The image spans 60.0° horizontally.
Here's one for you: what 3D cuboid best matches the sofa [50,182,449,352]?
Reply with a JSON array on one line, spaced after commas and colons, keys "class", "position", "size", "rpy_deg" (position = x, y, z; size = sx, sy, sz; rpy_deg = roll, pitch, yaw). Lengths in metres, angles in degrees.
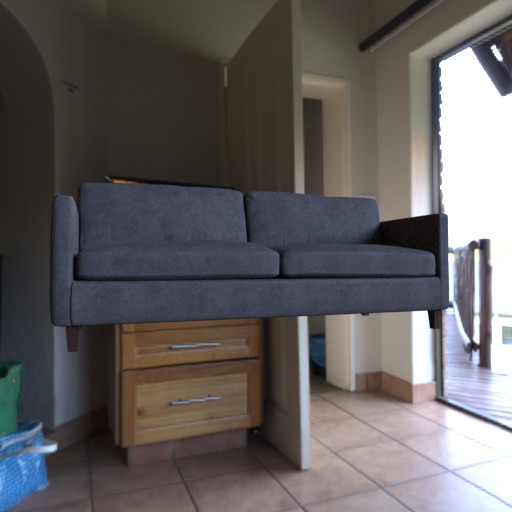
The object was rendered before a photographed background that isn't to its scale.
[{"class": "sofa", "position": [0.000, 0.000, 2.949], "size": [2.434, 0.965, 0.951], "rpy_deg": [0, -1, -20]}]
